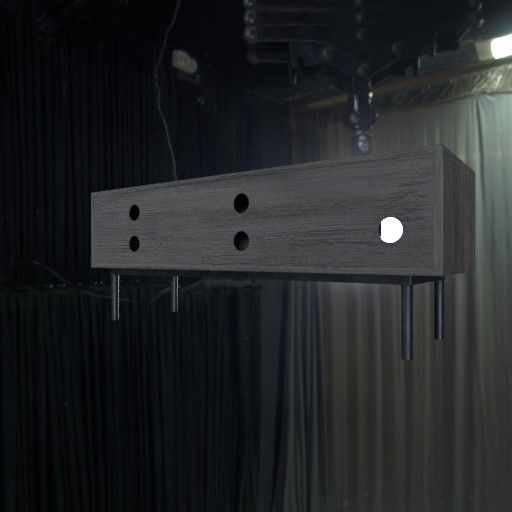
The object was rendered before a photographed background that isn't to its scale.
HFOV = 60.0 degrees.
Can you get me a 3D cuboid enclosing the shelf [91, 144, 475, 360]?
[{"bbox_3d":[0.000,0.000,1.517,1.300,0.495,0.400,0,0,36],"label":"shelf"}]
